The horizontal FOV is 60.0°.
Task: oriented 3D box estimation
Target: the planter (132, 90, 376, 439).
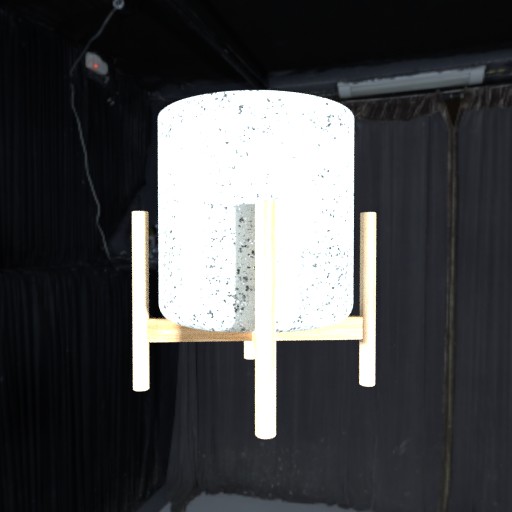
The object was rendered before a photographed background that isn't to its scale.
[{"bbox_3d":[0.000,0.000,0.706,0.360,0.419,0.360,0,1,19],"label":"planter"}]
